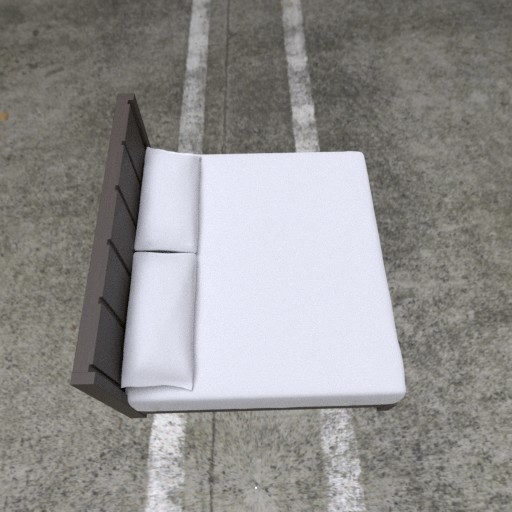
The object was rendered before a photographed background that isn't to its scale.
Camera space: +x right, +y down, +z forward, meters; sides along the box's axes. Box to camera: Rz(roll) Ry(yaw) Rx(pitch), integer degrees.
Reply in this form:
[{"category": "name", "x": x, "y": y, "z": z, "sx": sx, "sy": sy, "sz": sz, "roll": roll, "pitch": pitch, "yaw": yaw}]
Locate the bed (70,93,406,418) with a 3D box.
[{"category": "bed", "x": 0.000, "y": 0.000, "z": 3.392, "sx": 2.012, "sy": 1.270, "sz": 2.134, "roll": -1, "pitch": 62, "yaw": -1}]
